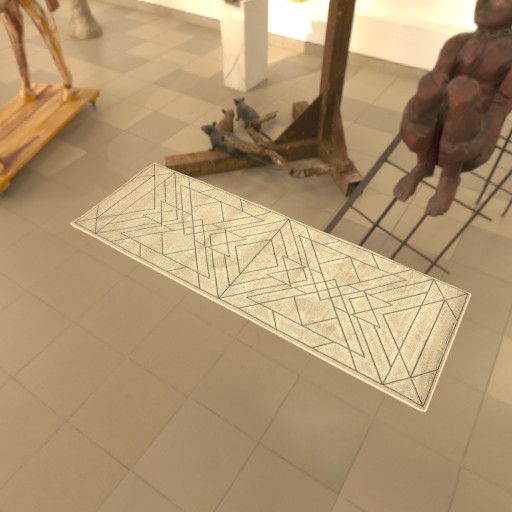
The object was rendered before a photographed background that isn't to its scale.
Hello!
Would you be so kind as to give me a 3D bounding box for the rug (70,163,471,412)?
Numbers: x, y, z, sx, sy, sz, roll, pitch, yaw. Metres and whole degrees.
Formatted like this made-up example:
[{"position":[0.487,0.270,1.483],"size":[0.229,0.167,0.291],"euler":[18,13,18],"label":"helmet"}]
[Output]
[{"position":[0.000,0.000,2.715],"size":[2.381,0.036,0.831],"euler":[25,52,22],"label":"rug"}]
